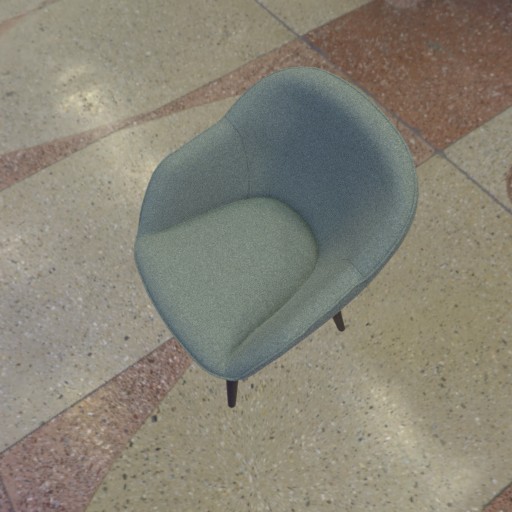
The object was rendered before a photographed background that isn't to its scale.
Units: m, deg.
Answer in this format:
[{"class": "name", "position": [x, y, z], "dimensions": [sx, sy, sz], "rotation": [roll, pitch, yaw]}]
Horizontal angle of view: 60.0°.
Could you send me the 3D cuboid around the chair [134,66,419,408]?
[{"class": "chair", "position": [0.000, 0.000, 1.233], "dimensions": [0.611, 0.810, 0.589], "rotation": [-31, 67, -15]}]
